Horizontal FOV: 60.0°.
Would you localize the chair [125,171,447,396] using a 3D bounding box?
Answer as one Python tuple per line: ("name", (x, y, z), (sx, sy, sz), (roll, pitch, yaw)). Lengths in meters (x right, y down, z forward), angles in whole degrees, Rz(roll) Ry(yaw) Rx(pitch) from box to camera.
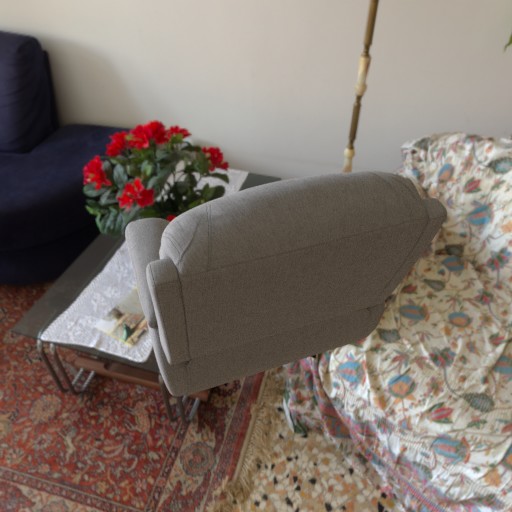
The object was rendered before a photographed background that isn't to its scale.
("chair", (0.000, 0.000, 1.735), (0.930, 1.011, 0.899), (-14, 43, -15))
